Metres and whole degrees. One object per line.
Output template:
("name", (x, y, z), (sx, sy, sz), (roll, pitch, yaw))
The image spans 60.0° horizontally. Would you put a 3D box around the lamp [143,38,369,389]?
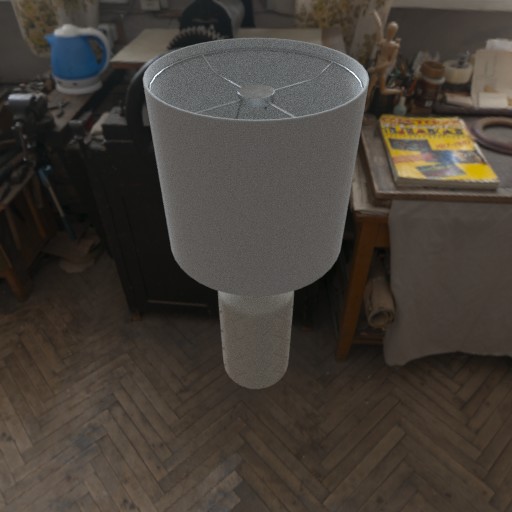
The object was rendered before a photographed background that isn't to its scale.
("lamp", (0.000, 0.000, 0.565), (0.207, 0.461, 0.207), (-26, 48, -26))
